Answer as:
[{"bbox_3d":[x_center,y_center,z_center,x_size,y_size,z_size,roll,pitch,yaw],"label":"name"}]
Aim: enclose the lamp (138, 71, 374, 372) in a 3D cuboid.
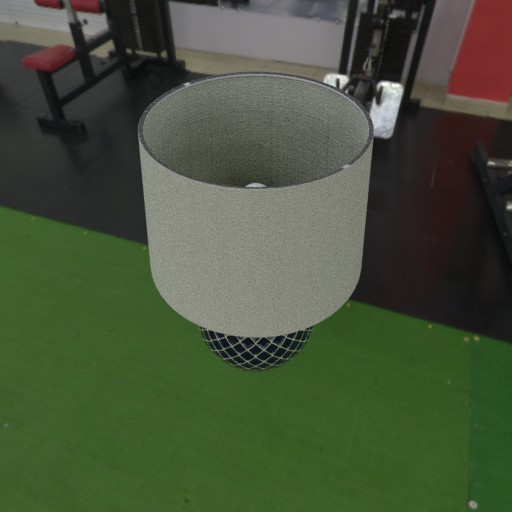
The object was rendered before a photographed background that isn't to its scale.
[{"bbox_3d":[0.000,0.000,0.811,0.376,0.540,0.376,0,45,0],"label":"lamp"}]
